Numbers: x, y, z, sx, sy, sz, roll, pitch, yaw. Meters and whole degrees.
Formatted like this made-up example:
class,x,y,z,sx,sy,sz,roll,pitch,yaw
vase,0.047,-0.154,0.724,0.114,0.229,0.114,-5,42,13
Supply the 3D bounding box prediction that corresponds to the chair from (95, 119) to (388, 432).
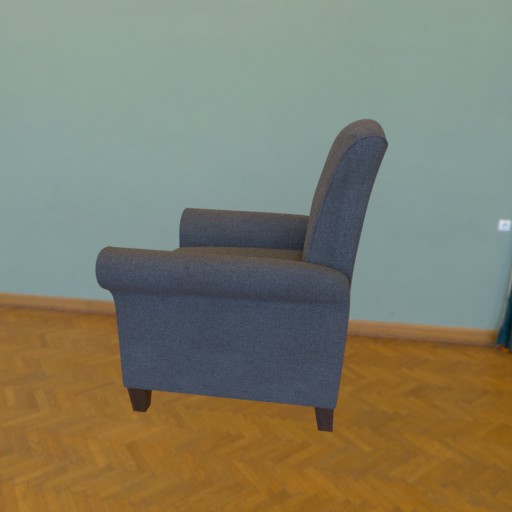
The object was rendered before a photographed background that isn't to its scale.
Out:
class,x,y,z,sx,sy,sz,roll,pitch,yaw
chair,0.000,0.000,1.807,0.905,1.061,0.978,3,15,9
